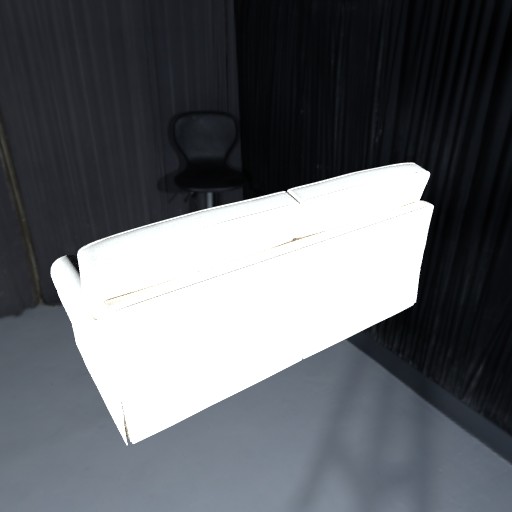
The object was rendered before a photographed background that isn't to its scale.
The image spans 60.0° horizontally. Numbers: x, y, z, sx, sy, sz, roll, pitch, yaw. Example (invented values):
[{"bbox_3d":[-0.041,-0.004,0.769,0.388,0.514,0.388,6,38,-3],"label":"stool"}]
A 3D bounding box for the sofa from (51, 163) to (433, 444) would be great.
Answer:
[{"bbox_3d":[0.000,0.000,2.503,2.021,0.937,0.862,-18,33,-30],"label":"sofa"}]
